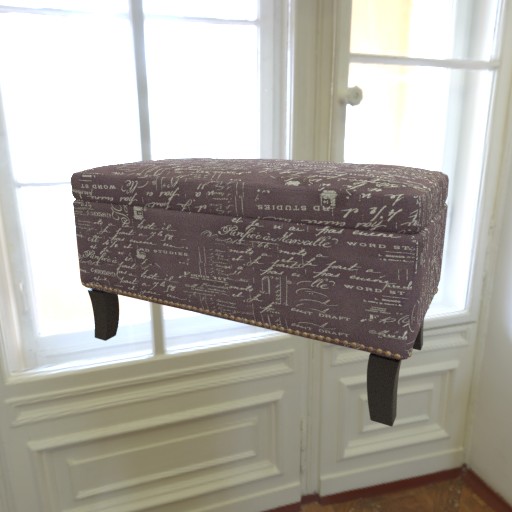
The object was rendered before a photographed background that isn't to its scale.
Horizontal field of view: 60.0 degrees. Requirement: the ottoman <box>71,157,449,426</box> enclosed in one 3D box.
[{"bbox_3d":[0.000,0.000,1.084,0.813,0.457,0.406,8,18,27],"label":"ottoman"}]
